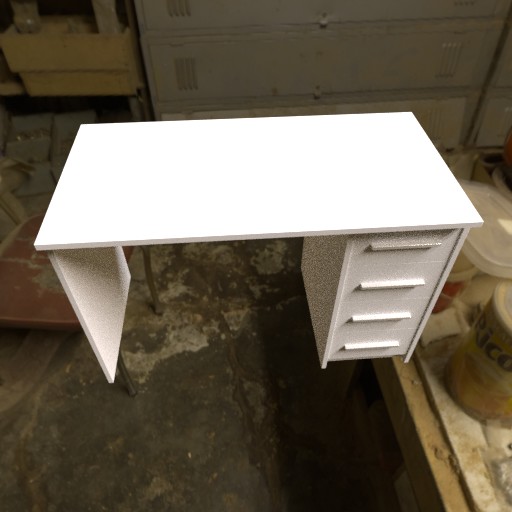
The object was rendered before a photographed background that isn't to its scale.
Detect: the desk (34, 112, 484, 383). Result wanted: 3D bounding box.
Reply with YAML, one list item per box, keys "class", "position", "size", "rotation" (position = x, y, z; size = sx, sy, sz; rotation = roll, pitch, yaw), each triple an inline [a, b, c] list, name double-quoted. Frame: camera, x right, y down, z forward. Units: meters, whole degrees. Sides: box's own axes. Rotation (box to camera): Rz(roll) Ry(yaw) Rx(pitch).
- class: "desk"
  position: [0.000, 0.000, 1.529]
  size: [1.096, 0.730, 0.560]
  rotation: [-3, 46, -3]
